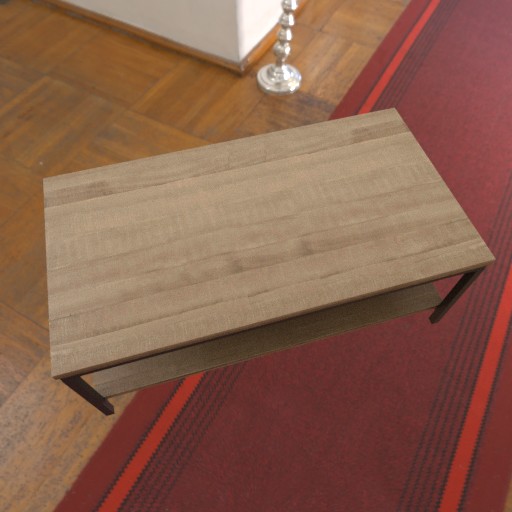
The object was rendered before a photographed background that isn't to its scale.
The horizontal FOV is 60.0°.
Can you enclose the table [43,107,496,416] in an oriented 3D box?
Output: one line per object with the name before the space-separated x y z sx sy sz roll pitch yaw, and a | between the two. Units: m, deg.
table | 0.000 0.000 1.324 1.062 0.393 0.574 -14 59 -8
